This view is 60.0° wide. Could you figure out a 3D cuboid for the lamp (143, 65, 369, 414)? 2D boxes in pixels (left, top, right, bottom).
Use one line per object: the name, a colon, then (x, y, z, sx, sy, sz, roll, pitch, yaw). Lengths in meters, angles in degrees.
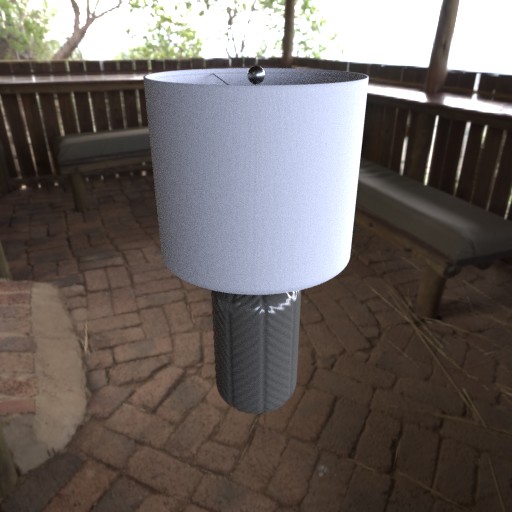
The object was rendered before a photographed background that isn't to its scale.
lamp: (0.000, 0.000, 0.492, 0.203, 0.389, 0.203, 1, 26, 1)
